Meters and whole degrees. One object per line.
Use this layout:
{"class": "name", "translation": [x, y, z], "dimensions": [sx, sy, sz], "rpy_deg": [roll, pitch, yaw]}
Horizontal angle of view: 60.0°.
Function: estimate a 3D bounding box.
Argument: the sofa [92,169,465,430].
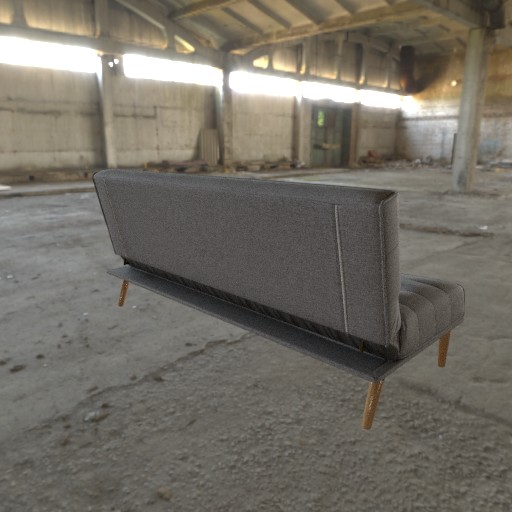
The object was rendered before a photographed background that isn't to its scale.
{"class": "sofa", "translation": [0.000, 0.000, 2.249], "dimensions": [1.820, 0.830, 0.810], "rpy_deg": [14, 20, 43]}
